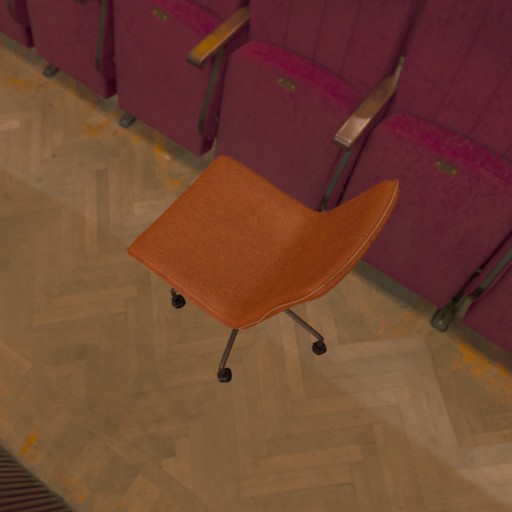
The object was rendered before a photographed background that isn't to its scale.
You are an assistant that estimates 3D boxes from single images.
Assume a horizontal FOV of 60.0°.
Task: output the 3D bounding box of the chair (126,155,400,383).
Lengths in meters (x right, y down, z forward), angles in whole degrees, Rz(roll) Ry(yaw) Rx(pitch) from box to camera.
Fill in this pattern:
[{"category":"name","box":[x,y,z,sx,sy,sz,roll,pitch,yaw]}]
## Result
[{"category":"chair","box":[0.000,0.000,1.383,0.660,0.920,0.651,34,69,15]}]
